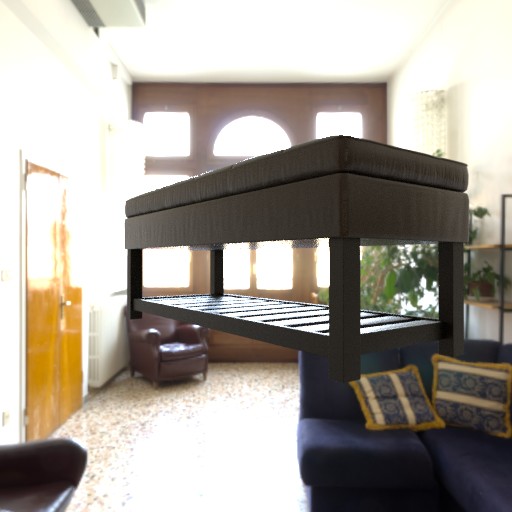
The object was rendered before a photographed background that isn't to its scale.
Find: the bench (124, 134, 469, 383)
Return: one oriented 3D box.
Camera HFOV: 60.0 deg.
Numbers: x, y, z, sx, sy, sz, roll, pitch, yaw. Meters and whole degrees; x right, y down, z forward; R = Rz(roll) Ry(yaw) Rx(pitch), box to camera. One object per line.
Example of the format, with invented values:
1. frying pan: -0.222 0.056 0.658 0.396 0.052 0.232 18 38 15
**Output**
1. bench: 0.000 0.000 1.337 0.432 0.460 1.105 0 -1 -36
